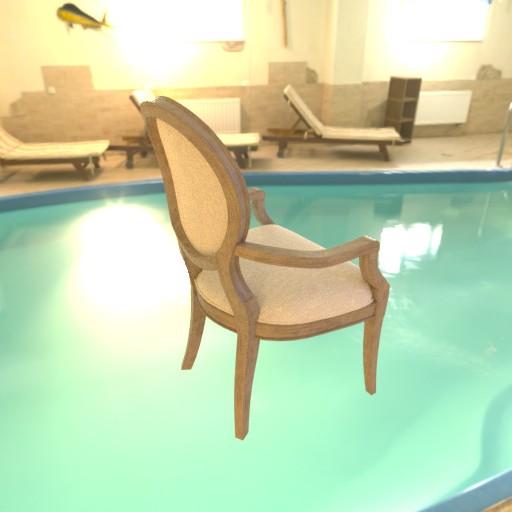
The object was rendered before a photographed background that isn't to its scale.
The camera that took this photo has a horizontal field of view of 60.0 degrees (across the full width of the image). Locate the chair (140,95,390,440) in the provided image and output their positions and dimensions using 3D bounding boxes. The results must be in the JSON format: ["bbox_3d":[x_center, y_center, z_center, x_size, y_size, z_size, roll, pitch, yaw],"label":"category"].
[{"bbox_3d":[0.000,0.000,1.402,0.602,0.991,0.611,-17,31,-31],"label":"chair"}]
